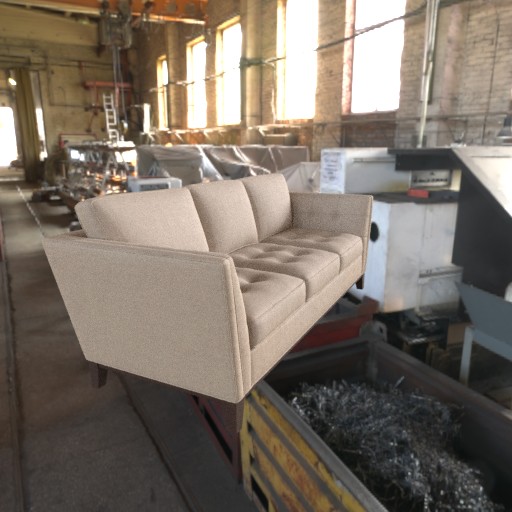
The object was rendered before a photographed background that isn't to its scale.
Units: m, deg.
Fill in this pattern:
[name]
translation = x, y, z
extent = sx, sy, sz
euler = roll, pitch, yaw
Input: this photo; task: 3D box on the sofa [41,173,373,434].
[sofa]
translation = 0.000, 0.000, 2.879
extent = 0.965, 0.940, 2.388
euler = 7, 16, 26
